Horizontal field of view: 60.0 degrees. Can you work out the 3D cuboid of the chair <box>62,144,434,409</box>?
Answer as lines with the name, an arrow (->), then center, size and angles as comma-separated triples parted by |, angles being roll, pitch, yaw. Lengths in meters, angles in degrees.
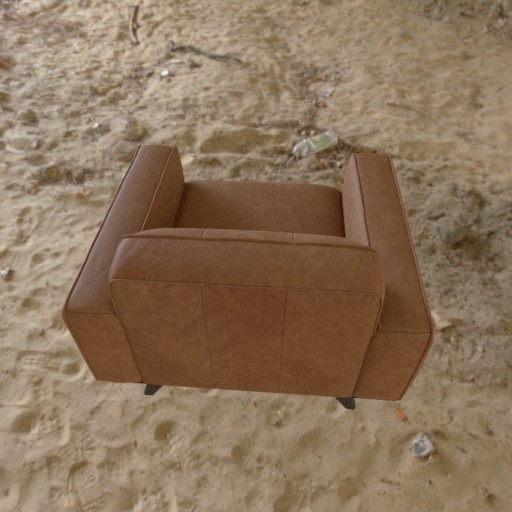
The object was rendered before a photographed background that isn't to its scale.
chair -> 0.000, 0.000, 1.708 | 1.118, 0.782, 0.952 | 3, 46, 3
